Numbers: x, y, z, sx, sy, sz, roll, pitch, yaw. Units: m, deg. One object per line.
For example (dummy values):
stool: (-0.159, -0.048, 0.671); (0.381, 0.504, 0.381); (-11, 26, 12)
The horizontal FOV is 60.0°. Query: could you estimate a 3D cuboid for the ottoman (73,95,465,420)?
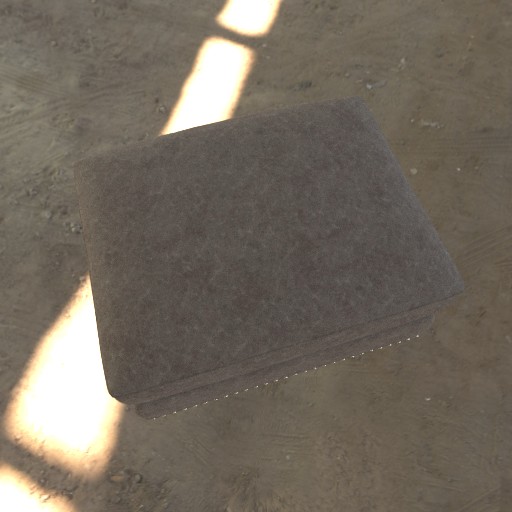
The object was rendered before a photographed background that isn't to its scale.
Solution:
ottoman: (0.000, 0.000, 1.127); (0.741, 0.513, 0.584); (-15, 65, -7)
